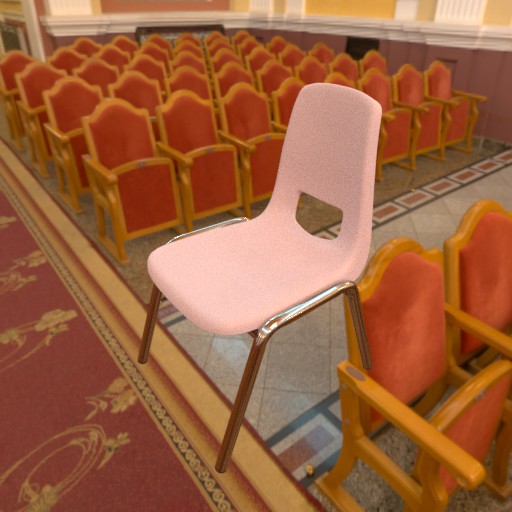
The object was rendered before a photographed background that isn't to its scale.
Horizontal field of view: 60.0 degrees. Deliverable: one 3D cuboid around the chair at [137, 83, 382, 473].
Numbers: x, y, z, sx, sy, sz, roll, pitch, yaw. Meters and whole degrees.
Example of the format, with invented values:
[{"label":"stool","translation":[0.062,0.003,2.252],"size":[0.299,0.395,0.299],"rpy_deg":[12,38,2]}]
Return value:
[{"label":"chair","translation":[0.000,0.000,0.857],"size":[0.423,0.586,0.354],"rpy_deg":[-21,37,-31]}]
